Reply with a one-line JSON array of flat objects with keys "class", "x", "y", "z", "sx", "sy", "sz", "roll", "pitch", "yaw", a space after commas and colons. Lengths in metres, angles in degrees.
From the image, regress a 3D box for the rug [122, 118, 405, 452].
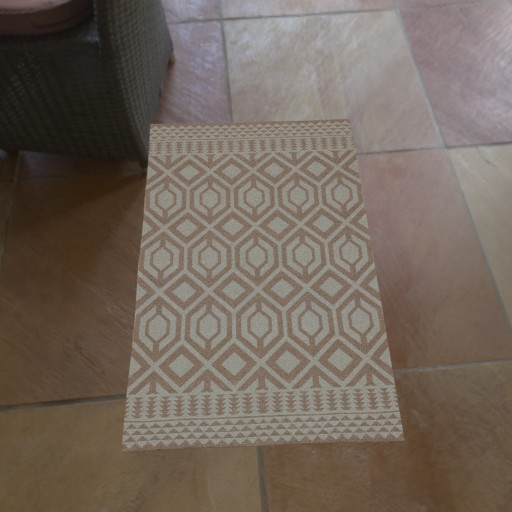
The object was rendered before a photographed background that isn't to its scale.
[{"class": "rug", "x": 0.000, "y": 0.000, "z": 2.309, "sx": 1.219, "sy": 0.008, "sz": 1.829, "roll": -2, "pitch": 64, "yaw": -1}]
